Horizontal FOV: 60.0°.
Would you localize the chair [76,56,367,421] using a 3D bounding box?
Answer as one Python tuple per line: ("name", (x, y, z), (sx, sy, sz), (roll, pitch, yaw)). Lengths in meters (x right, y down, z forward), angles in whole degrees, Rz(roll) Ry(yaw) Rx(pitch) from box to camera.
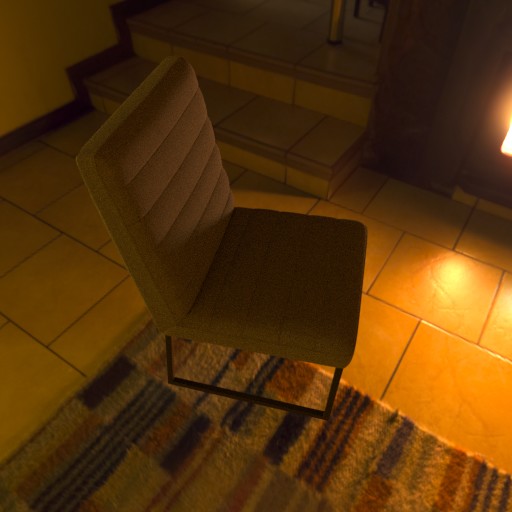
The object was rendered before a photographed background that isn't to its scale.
("chair", (0.000, 0.000, 1.304), (0.634, 0.930, 0.520), (10, 47, 9))
